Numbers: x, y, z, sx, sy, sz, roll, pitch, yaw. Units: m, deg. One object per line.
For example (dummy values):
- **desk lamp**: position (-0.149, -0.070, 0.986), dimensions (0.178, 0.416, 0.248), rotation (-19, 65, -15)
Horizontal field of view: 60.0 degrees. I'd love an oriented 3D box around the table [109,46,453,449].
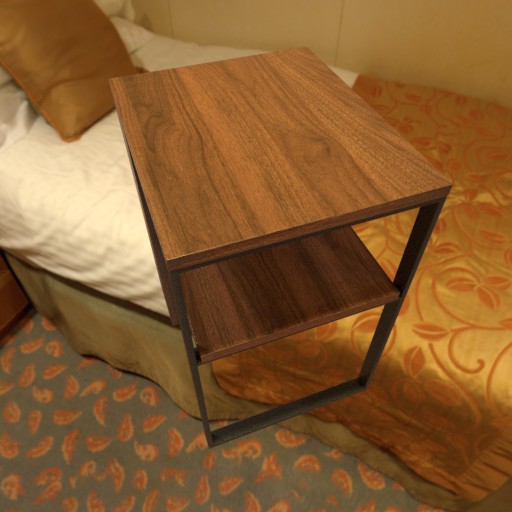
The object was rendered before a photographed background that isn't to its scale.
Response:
- **table**: position (0.000, 0.000, 1.557), dimensions (0.660, 1.041, 0.786), rotation (-15, 50, -14)
